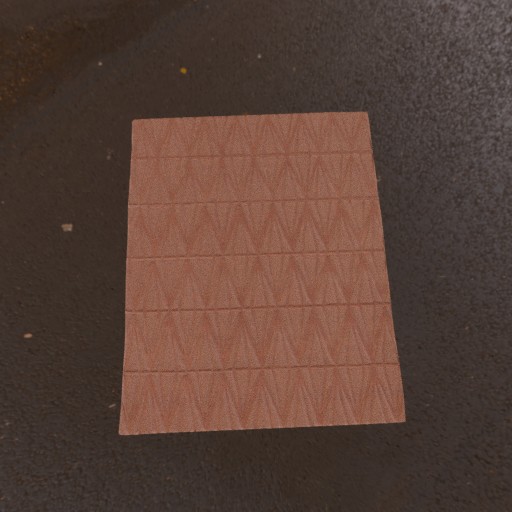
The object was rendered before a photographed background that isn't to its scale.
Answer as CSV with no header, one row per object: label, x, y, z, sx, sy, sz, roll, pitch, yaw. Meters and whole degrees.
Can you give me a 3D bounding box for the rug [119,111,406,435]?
rug,0.000,0.000,4.177,2.453,0.043,3.052,-2,74,-1
